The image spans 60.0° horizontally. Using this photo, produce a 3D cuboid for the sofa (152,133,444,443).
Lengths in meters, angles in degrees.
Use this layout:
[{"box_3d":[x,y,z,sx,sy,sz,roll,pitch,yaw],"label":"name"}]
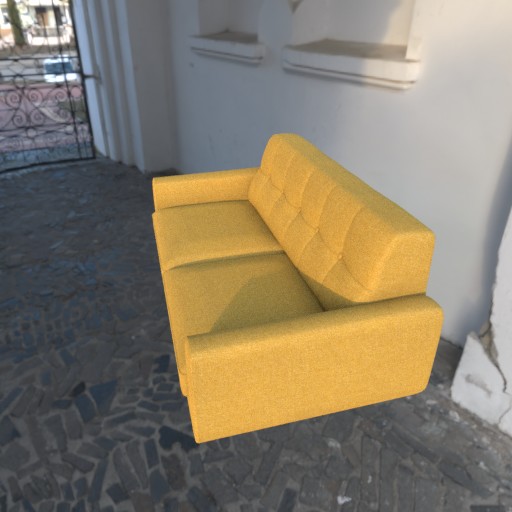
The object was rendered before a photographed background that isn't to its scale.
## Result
[{"box_3d":[0.000,0.000,2.155,0.909,0.841,1.631,-8,30,-13],"label":"sofa"}]
